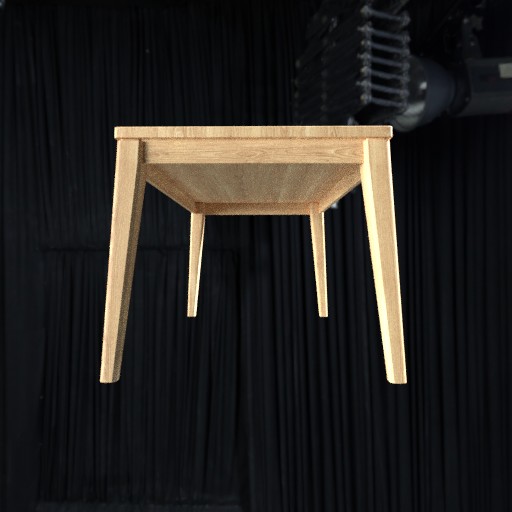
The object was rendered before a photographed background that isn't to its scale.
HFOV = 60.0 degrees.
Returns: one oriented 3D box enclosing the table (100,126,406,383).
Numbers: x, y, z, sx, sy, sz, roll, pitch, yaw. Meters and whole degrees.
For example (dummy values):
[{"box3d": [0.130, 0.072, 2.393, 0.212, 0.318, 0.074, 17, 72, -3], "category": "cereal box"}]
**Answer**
[{"box3d": [0.000, 0.000, 2.096, 0.900, 0.760, 1.600, 0, -1, 1], "category": "table"}]
